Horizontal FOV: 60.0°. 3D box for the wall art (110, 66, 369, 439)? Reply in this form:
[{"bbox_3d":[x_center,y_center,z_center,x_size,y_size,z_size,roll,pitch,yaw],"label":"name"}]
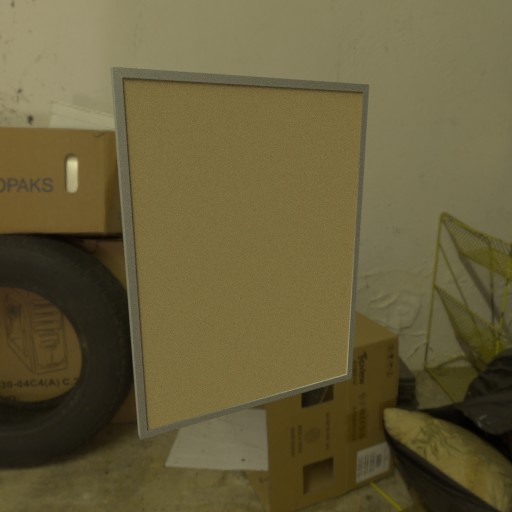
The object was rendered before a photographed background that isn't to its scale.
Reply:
[{"bbox_3d":[0.000,0.000,1.383,0.789,1.042,0.034,-7,16,-26],"label":"wall art"}]
